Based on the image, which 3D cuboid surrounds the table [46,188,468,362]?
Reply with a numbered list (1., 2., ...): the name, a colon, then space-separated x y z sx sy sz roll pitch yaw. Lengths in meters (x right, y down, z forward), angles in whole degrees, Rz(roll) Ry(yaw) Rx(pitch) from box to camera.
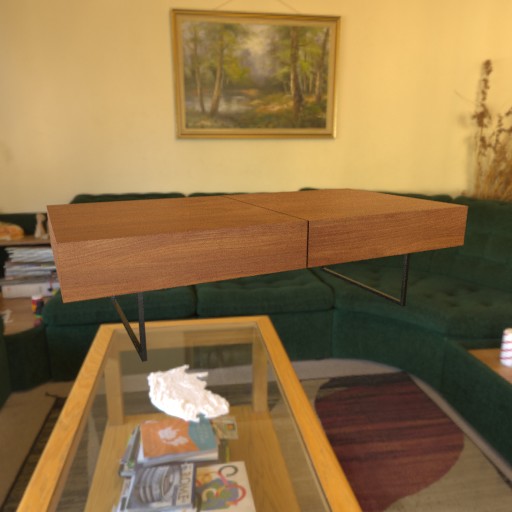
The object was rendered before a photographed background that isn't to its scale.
1. table: 0.000 0.000 1.451 1.194 0.330 0.610 -7 16 -25
